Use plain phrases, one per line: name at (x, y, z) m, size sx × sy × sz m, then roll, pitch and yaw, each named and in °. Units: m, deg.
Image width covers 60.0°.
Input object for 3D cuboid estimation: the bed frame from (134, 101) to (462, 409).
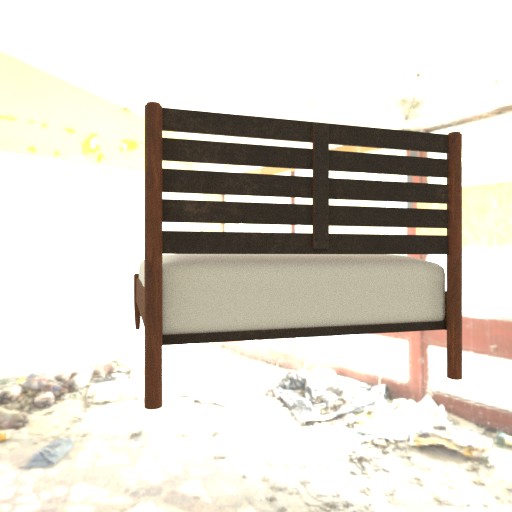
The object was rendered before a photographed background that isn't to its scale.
bed frame at (0.000, 0.000, 3.190) m, size 1.655 × 1.321 × 2.234 m, roll 0°, pitch 0°, yaw -17°
